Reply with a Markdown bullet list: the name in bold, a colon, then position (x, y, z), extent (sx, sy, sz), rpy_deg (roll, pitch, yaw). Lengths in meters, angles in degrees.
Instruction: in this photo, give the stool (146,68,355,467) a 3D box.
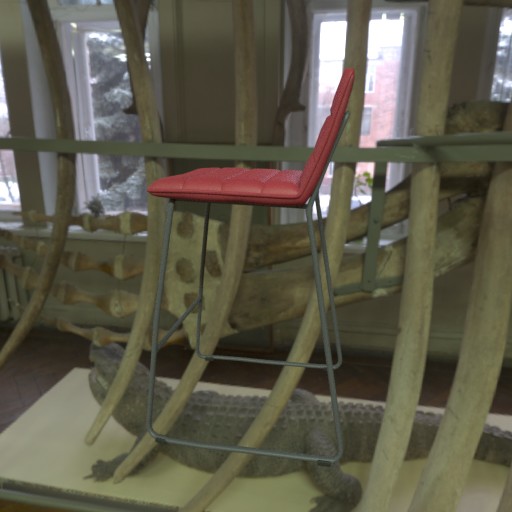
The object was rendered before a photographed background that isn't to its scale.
- **stool**: position (0.000, 0.000, 1.249), extent (0.524, 0.937, 0.489), rpy_deg (3, 16, 10)
